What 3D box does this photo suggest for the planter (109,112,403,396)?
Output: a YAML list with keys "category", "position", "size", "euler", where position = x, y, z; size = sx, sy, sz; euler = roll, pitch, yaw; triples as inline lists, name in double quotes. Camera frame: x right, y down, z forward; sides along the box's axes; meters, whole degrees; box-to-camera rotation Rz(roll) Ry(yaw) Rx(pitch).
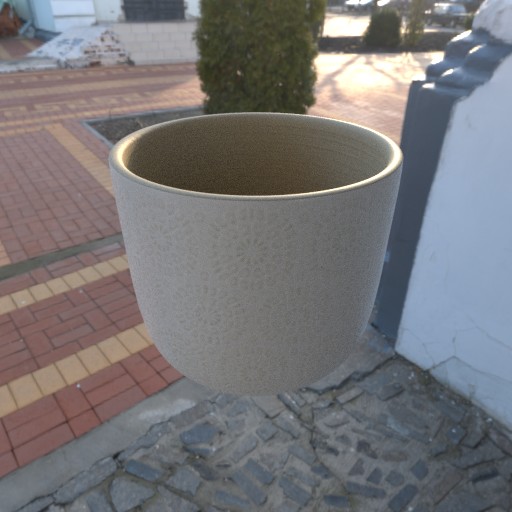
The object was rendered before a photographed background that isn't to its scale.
- category: "planter"
  position: [0.000, 0.000, 0.371]
  size: [0.208, 0.190, 0.208]
  euler: [0, 30, 0]
